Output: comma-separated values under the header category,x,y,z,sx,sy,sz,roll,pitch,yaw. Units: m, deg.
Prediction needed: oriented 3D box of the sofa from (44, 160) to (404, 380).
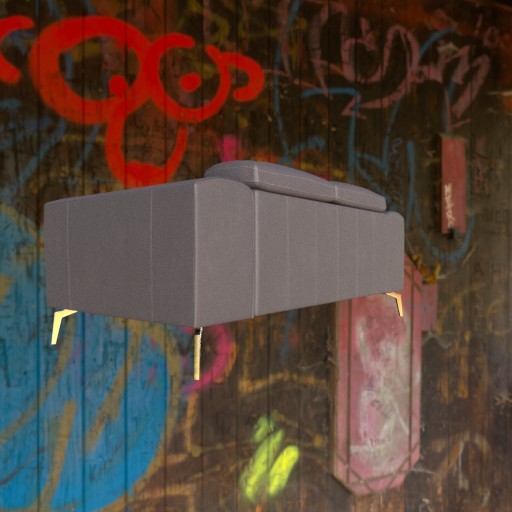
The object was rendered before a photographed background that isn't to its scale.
category,x,y,z,sx,sy,sz,roll,pitch,yaw
sofa,0.000,0.000,2.429,1.003,0.779,1.895,0,0,38
